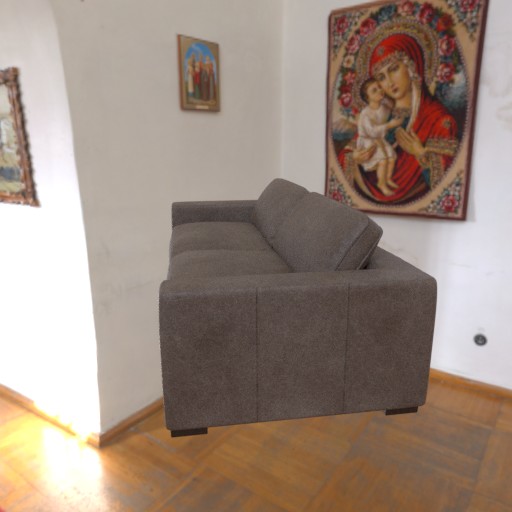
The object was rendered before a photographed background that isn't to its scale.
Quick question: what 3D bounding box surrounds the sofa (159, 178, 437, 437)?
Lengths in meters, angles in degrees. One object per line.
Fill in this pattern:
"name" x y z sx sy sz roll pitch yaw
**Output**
"sofa" 0.000 0.000 2.695 1.070 0.801 2.262 -2 15 -9
